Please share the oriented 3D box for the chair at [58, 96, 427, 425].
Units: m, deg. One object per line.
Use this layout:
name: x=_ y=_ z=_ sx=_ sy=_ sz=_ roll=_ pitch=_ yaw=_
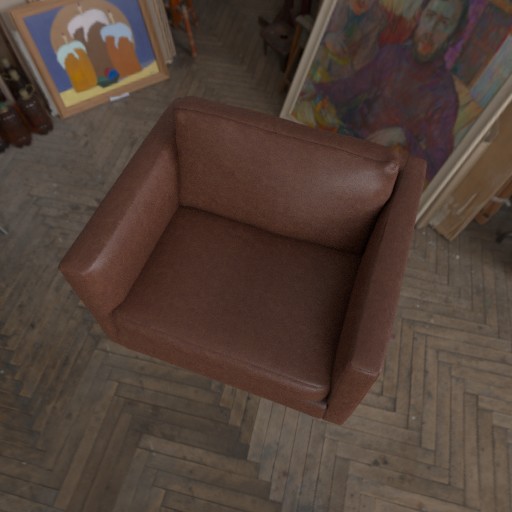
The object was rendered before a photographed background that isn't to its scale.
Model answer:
chair: x=0.000 y=0.000 z=1.831 sx=1.107 sy=0.917 sz=0.959 roll=17 pitch=60 yaw=10
